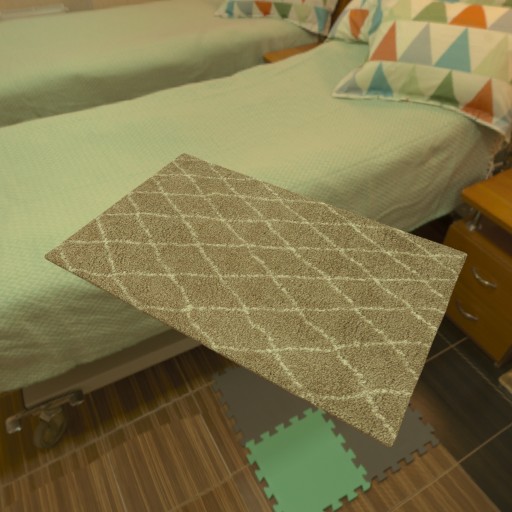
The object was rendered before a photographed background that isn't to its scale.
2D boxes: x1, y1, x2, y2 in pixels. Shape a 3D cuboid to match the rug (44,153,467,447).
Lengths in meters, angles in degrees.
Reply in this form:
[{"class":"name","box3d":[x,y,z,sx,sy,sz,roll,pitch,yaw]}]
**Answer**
[{"class":"rug","box3d":[0.000,0.000,3.002,2.438,0.030,1.524,23,49,22]}]
